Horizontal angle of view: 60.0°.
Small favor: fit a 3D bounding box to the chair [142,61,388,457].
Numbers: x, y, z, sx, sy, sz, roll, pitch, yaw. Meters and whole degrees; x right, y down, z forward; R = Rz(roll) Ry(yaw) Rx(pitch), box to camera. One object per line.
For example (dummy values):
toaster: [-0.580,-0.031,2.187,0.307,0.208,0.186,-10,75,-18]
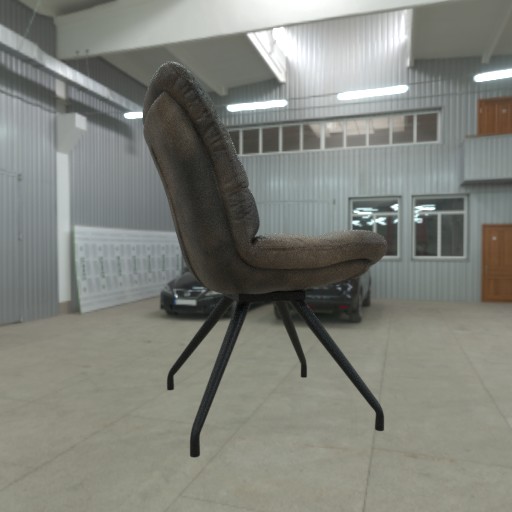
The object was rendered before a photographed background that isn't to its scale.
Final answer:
chair: [0.000,0.000,1.263,0.622,0.870,0.549,0,1,-17]
